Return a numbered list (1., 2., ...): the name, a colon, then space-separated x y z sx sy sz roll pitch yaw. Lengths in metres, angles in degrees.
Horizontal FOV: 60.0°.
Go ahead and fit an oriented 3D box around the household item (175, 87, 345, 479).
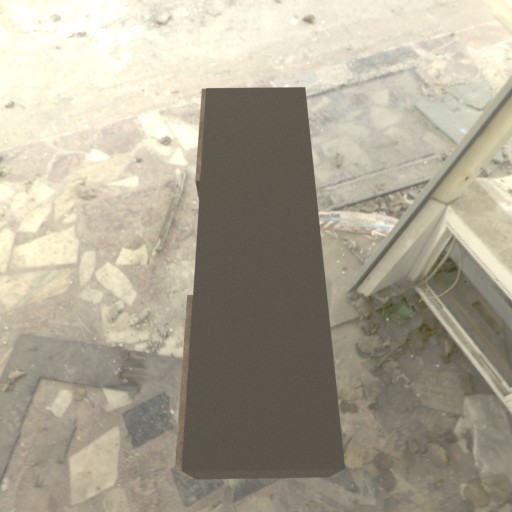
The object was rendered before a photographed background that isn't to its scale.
1. household item: 0.000 0.000 1.576 0.420 0.310 1.400 -1 60 0
